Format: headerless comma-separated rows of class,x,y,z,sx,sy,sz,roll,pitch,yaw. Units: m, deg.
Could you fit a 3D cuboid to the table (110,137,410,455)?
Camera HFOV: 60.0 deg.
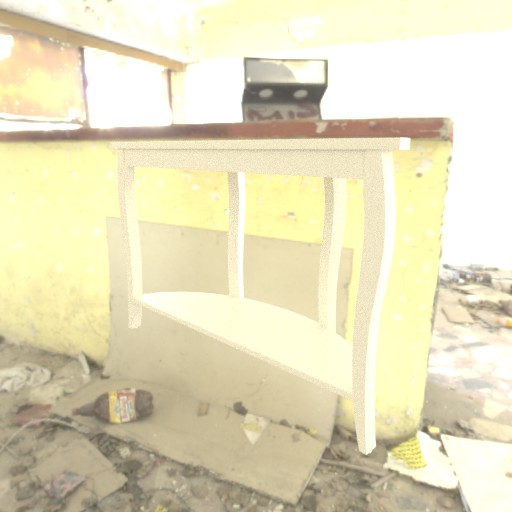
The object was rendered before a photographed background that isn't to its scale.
table,0.000,0.000,1.555,1.219,0.780,0.394,13,19,43
